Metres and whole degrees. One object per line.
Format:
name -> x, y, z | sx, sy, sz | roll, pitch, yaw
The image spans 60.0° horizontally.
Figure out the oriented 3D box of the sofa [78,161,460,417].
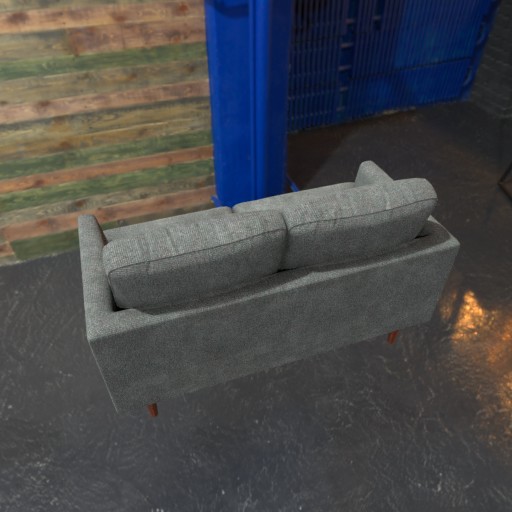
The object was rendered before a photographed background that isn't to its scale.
sofa -> 0.000, 0.000, 2.156 | 1.582, 0.956, 0.903 | -13, 44, -14
